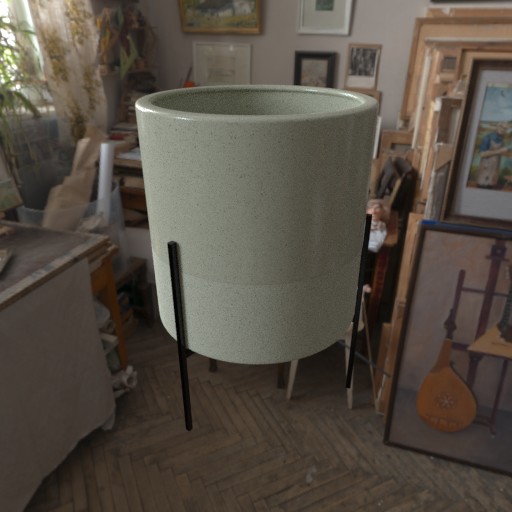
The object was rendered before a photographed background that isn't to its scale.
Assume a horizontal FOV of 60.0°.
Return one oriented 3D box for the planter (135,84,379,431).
[{"bbox_3d":[0.000,0.000,0.697,0.314,0.475,0.323,-9,28,-17],"label":"planter"}]
